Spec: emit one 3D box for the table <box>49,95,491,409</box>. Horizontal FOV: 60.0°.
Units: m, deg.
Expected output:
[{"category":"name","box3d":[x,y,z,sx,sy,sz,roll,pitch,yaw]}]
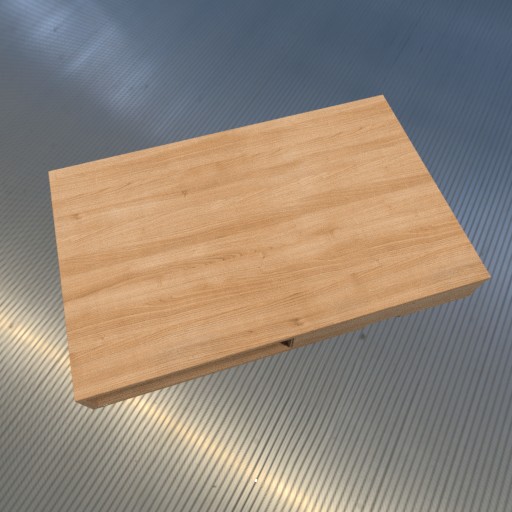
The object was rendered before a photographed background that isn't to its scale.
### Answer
[{"category":"table","box3d":[0.000,0.000,1.457,1.100,0.440,0.700,-15,64,-8]}]
